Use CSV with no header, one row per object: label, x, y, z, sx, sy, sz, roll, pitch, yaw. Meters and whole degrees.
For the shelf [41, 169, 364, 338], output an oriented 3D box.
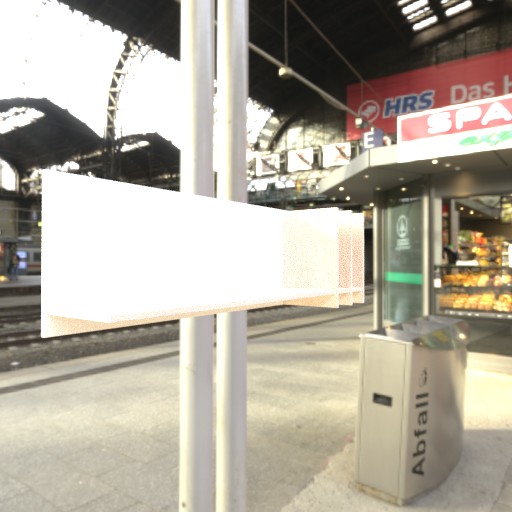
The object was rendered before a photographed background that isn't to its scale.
shelf,0.000,0.000,1.144,0.200,0.300,1.020,-1,-1,37
